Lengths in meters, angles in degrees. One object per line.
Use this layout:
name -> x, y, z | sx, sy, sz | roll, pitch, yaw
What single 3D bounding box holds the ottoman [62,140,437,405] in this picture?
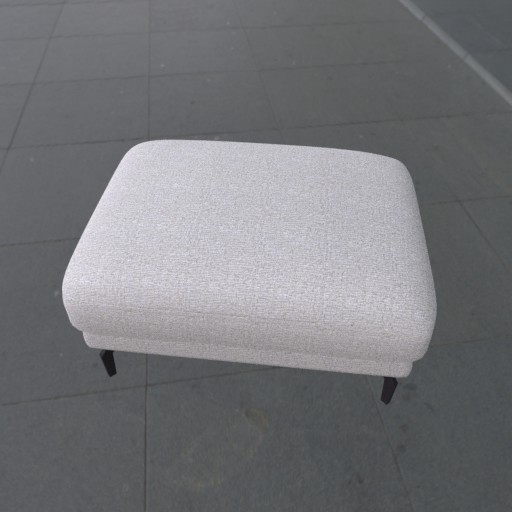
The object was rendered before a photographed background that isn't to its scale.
ottoman -> 0.000, 0.000, 1.119 | 0.772, 0.420, 0.568 | 5, 48, 4
